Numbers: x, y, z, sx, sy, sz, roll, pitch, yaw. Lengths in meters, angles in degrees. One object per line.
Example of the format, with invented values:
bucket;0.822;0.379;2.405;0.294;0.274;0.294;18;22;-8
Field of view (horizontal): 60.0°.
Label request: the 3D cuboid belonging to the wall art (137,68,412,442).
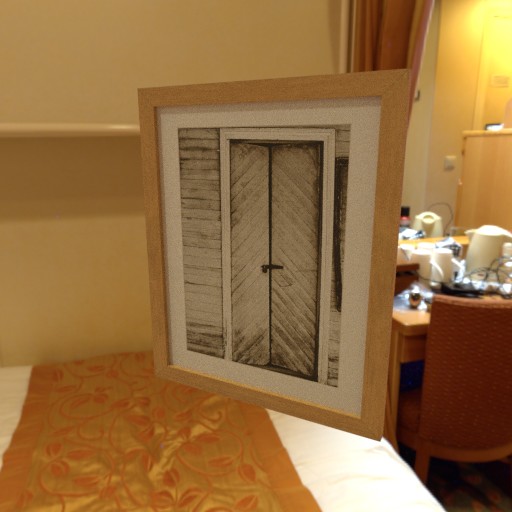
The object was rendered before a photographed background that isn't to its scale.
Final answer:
wall art;0.000;0.000;0.756;0.460;0.561;0.020;7;16;26
